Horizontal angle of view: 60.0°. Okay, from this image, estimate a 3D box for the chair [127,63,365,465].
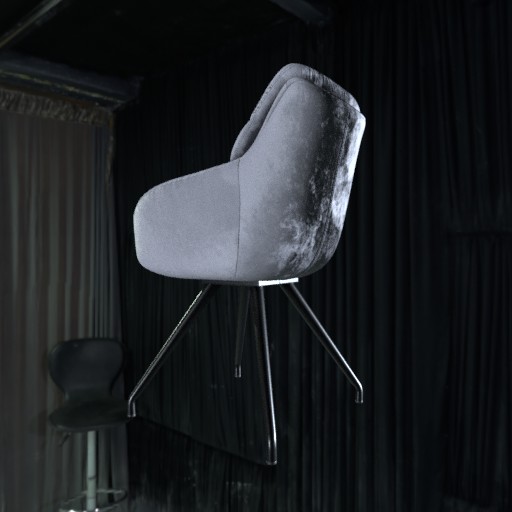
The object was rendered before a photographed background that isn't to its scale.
[{"bbox_3d":[0.000,0.000,1.271,0.569,0.888,0.579,0,1,36],"label":"chair"}]
